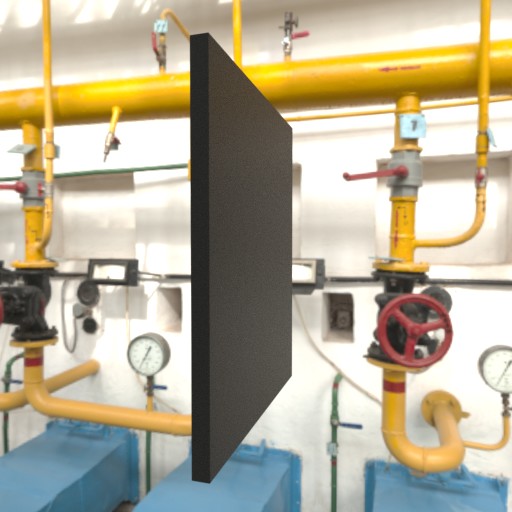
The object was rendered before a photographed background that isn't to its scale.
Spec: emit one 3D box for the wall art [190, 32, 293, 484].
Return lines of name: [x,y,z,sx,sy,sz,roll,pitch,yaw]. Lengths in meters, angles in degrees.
wall art: [0.000,0.000,0.702,0.023,0.505,0.428,1,2,17]
